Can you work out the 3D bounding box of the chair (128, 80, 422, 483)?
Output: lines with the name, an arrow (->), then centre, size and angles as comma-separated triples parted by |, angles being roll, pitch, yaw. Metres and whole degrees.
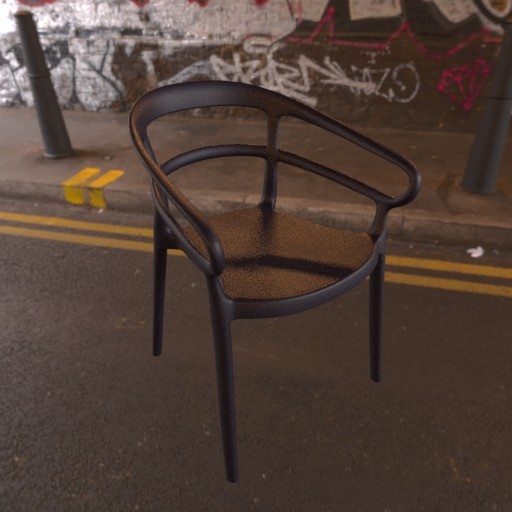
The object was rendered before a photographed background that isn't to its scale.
chair -> 0.000, 0.000, 1.101 | 0.559, 0.761, 0.527 | -20, 35, -32
